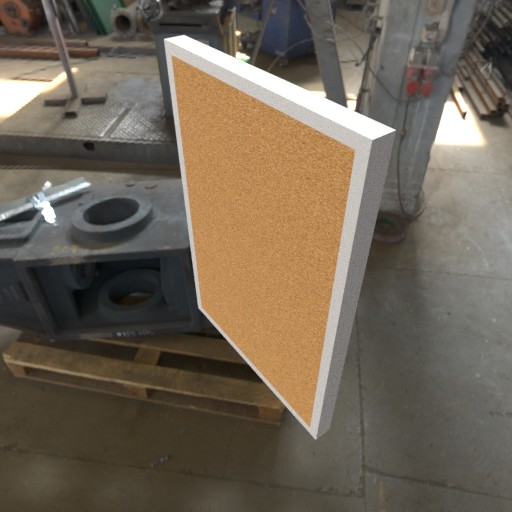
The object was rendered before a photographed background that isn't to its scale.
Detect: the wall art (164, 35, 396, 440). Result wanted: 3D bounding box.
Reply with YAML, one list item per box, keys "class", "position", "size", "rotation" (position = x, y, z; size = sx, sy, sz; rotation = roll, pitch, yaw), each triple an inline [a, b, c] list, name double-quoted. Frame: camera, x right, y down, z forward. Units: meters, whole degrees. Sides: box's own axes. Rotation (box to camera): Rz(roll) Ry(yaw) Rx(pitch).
- class: "wall art"
  position: [0.000, 0.000, 0.821]
  size: [0.038, 0.657, 0.450]
  rotation: [-27, 48, -27]
